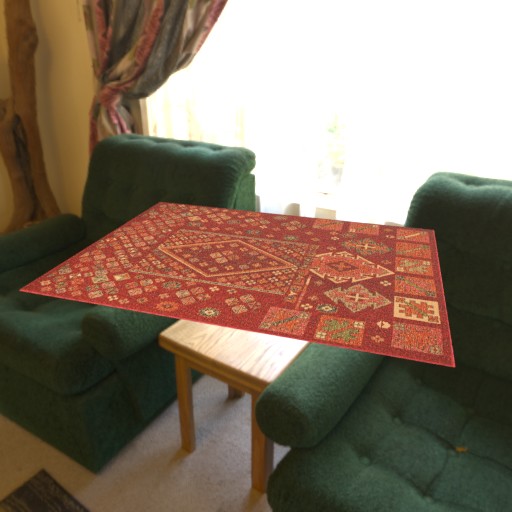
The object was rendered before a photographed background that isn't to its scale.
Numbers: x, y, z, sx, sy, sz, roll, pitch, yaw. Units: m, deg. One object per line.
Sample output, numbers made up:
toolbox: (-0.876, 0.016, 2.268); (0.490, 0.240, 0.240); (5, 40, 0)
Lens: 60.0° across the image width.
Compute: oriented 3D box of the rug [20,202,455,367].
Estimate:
rug: (0.000, 0.000, 4.210); (3.306, 0.011, 2.389); (7, 26, 15)
